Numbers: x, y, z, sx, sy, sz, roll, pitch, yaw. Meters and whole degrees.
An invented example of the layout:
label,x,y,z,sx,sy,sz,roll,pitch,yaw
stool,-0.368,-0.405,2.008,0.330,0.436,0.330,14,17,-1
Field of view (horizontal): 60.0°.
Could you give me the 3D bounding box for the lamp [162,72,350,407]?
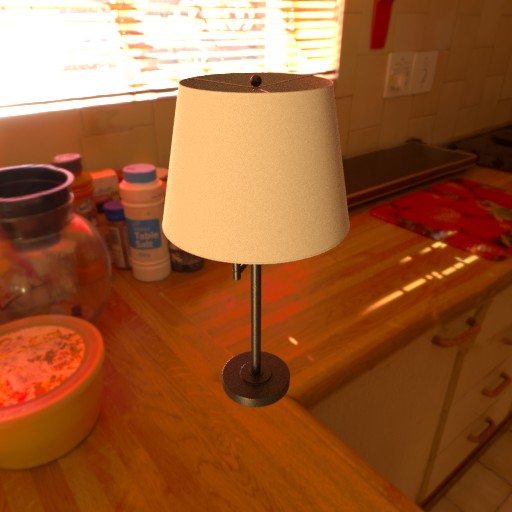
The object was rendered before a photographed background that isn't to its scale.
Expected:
label,x,y,z,sx,sy,sz,roll,pitch,yaw
lamp,0.000,0.000,0.913,0.363,0.696,0.363,0,29,0
